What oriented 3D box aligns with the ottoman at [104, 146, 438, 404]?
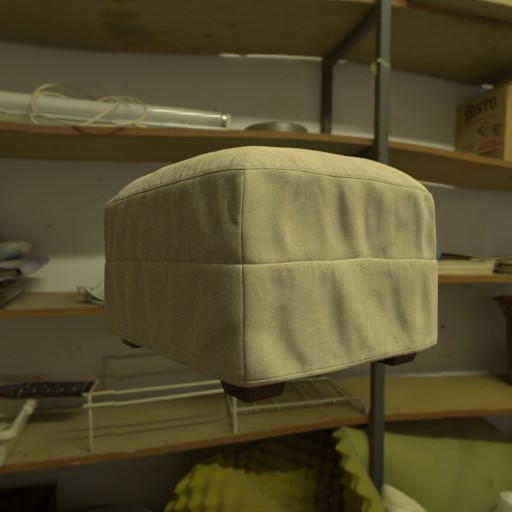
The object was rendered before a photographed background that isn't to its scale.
[{"bbox_3d":[0.000,0.000,1.103,0.584,0.480,0.712,-1,1,-37],"label":"ottoman"}]
